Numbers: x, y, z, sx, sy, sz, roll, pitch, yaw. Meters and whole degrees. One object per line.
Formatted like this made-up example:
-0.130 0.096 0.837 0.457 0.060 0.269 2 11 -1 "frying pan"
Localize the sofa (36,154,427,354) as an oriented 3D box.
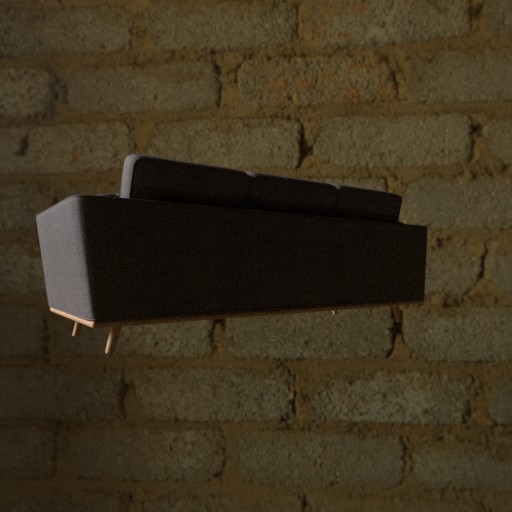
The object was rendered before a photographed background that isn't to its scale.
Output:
0.000 0.000 2.759 2.362 0.899 0.903 1 -2 -35 "sofa"
